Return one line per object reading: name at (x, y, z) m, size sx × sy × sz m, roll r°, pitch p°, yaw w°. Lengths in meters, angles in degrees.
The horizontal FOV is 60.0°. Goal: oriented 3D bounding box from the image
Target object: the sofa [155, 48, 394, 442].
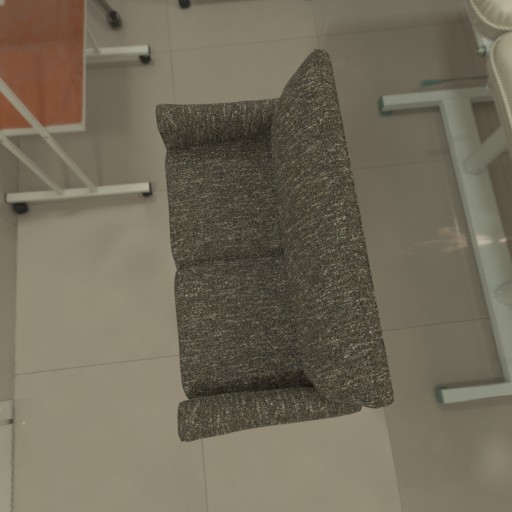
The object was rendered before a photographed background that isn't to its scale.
sofa at (0.000, 0.000, 2.091) m, size 0.801 × 0.946 × 1.519 m, roll -7°, pitch 76°, yaw -2°
